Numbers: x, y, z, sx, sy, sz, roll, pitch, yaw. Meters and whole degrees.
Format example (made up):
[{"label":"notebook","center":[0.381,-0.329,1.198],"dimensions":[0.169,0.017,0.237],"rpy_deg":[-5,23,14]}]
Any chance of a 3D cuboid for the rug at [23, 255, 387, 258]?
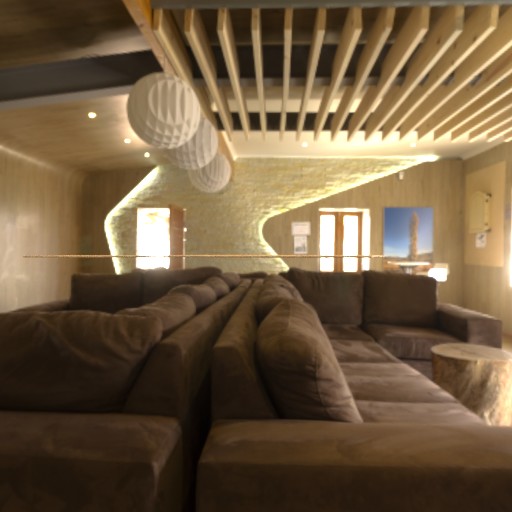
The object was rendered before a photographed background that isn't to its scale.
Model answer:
[{"label":"rug","center":[0.000,0.000,2.747],"dimensions":[1.524,0.013,2.135],"rpy_deg":[0,0,18]}]
